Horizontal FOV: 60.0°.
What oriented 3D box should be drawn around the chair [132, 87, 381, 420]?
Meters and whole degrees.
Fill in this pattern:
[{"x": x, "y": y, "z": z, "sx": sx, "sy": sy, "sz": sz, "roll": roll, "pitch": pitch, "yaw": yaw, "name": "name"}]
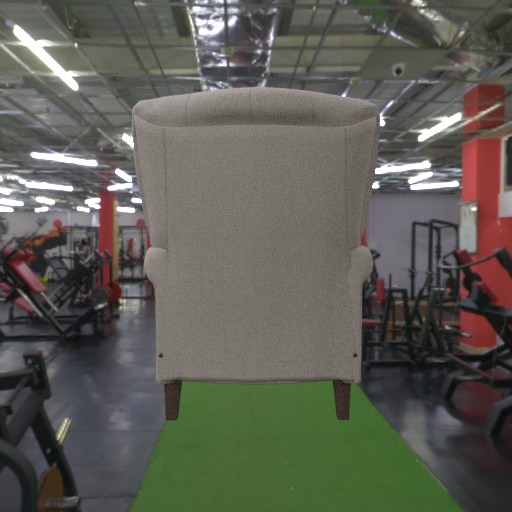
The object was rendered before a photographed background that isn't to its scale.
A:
[{"x": 0.000, "y": 0.000, "z": 1.952, "sx": 0.942, "sy": 1.209, "sz": 1.025, "roll": 0, "pitch": 1, "yaw": 0, "name": "chair"}]
